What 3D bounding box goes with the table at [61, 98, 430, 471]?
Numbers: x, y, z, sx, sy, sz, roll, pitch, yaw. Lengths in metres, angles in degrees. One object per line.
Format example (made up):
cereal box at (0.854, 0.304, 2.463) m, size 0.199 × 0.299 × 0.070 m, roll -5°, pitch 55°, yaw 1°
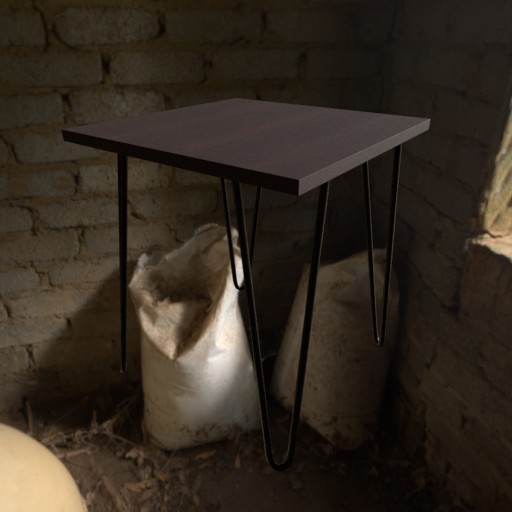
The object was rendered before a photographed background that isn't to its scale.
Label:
table at (0.000, 0.000, 0.962) m, size 0.495 × 0.559 × 0.495 m, roll 19°, pitch 33°, yaw 32°
